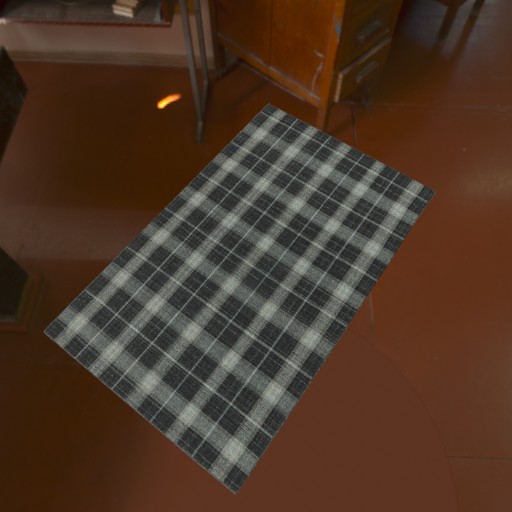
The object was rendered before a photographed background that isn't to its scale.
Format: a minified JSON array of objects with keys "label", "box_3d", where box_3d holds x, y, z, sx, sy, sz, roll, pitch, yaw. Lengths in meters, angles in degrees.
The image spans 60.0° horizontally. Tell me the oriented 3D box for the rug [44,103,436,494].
[{"label":"rug","box_3d":[0.000,0.000,3.009,1.520,0.015,2.434,33,67,16]}]
